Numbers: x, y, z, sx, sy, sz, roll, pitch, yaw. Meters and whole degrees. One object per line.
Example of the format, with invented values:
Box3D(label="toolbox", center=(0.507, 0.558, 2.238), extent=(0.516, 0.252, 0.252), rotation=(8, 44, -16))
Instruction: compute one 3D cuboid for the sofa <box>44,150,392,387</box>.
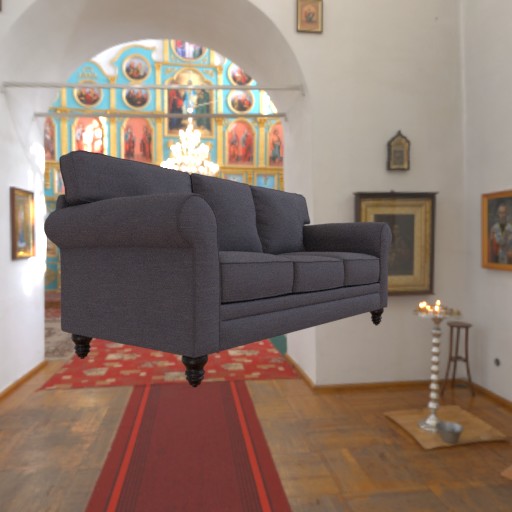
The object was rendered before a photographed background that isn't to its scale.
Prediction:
Box3D(label="sofa", center=(0.000, 0.000, 2.589), extent=(0.909, 0.966, 2.084), rotation=(0, 0, 37))
